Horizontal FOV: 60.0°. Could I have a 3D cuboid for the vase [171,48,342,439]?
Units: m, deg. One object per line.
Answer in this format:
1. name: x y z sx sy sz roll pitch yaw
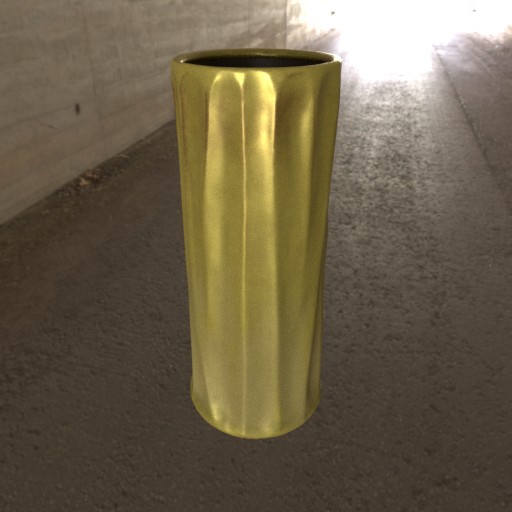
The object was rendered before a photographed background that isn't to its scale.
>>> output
1. vase: 0.000 0.000 0.173 0.061 0.143 0.061 0 31 0
